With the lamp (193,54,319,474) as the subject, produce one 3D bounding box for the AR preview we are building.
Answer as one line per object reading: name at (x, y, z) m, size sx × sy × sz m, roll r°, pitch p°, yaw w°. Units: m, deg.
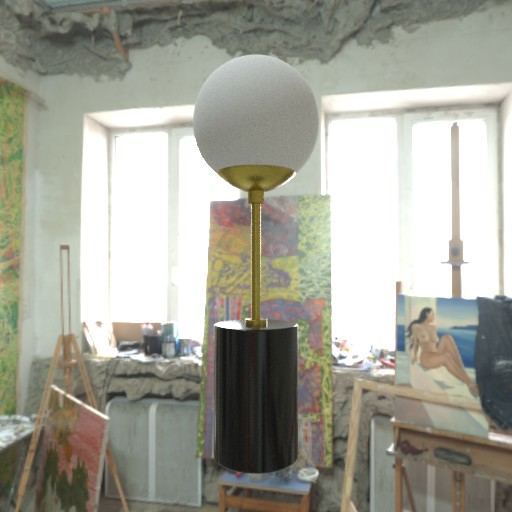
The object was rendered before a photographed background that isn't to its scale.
lamp at (0.000, 0.000, 0.541) m, size 0.153 × 0.480 × 0.153 m, roll 0°, pitch -1°, yaw 0°
